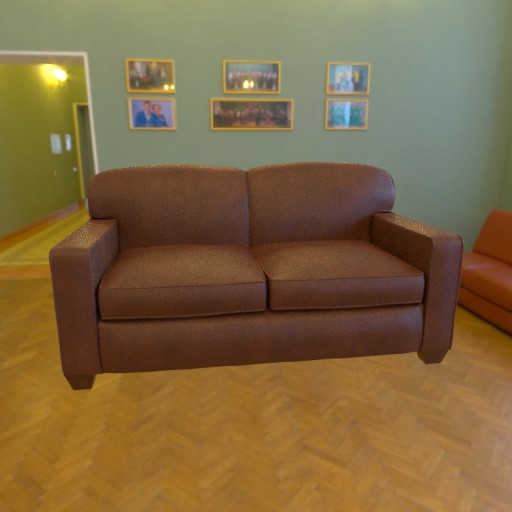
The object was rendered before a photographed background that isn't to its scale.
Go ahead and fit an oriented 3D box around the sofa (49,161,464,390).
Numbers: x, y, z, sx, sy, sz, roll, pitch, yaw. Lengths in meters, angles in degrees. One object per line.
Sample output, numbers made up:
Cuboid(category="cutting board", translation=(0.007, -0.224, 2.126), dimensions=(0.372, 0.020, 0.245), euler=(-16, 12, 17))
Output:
Cuboid(category="sofa", translation=(0.000, 0.000, 2.398), dimensions=(1.856, 0.966, 1.000), euler=(-2, 14, -8))
